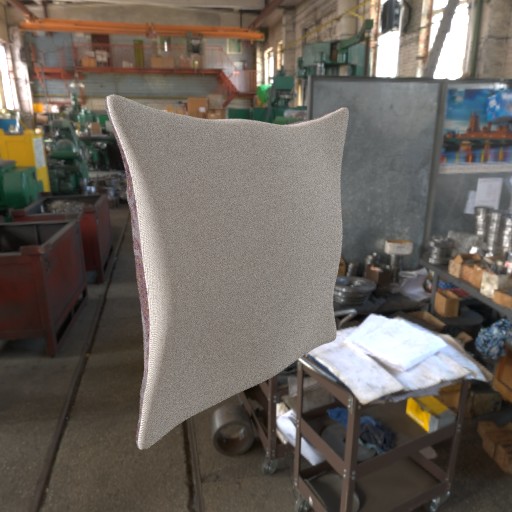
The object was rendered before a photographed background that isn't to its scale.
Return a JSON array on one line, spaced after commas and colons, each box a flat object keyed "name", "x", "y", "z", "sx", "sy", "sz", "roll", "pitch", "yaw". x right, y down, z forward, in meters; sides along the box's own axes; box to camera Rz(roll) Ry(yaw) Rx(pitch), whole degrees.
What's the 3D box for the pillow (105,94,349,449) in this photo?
[{"name": "pillow", "x": 0.000, "y": 0.000, "z": 0.779, "sx": 0.163, "sy": 0.513, "sz": 0.514, "roll": 16, "pitch": 23, "yaw": 42}]
